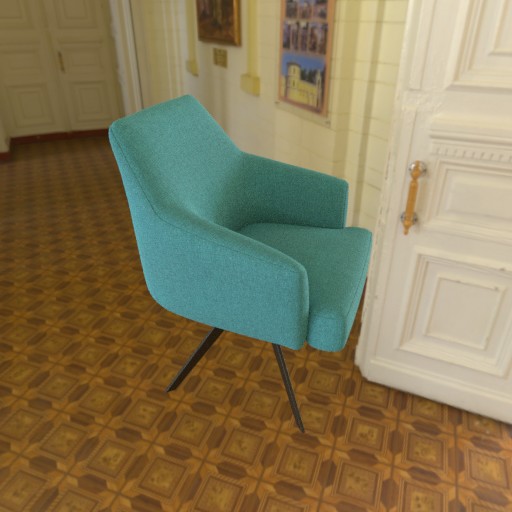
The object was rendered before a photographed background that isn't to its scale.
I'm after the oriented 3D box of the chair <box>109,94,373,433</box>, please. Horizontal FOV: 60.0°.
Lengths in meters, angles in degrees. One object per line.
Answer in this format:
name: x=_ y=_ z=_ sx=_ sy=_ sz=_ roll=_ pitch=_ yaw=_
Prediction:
chair: x=0.000 y=0.000 z=1.393 sx=0.677 sy=0.874 sz=0.642 roll=10 pitch=31 yaw=17
